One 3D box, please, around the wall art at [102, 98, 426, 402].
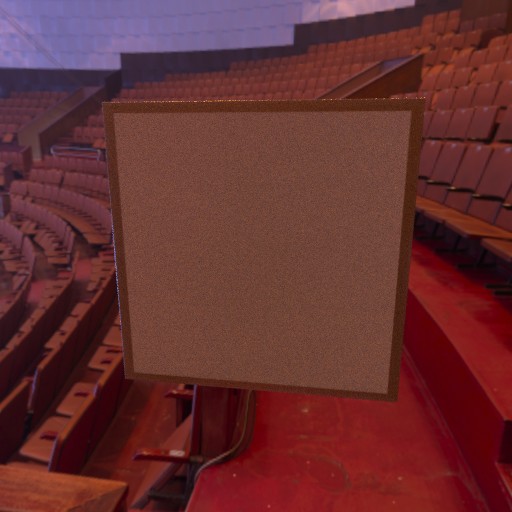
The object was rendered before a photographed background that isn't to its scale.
[{"bbox_3d":[0.000,0.000,1.148,0.762,0.760,0.037,2,15,9],"label":"wall art"}]
